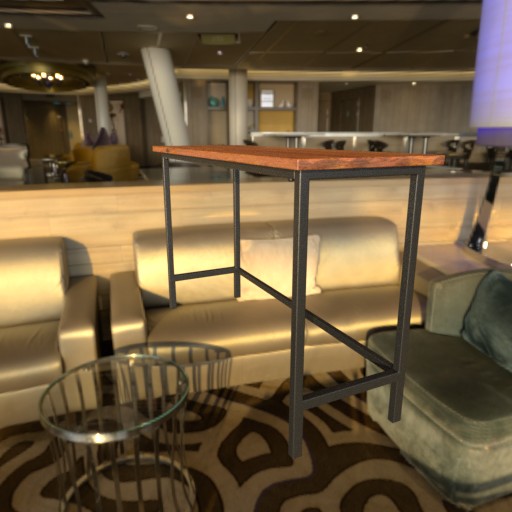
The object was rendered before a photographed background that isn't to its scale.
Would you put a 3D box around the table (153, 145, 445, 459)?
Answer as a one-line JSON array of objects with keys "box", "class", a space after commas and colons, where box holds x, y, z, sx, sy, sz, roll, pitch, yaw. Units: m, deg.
[{"box": [0.000, 0.000, 1.580, 0.408, 0.740, 1.204, -7, 17, -25], "class": "table"}]
